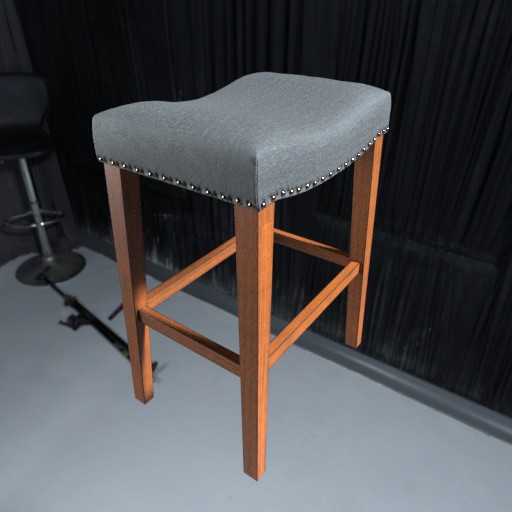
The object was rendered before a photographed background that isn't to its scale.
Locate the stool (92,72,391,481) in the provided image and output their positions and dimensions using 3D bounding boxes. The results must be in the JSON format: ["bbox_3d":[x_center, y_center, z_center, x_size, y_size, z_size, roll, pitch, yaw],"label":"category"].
[{"bbox_3d":[0.000,0.000,0.859,0.320,0.612,0.439,21,37,30],"label":"stool"}]
